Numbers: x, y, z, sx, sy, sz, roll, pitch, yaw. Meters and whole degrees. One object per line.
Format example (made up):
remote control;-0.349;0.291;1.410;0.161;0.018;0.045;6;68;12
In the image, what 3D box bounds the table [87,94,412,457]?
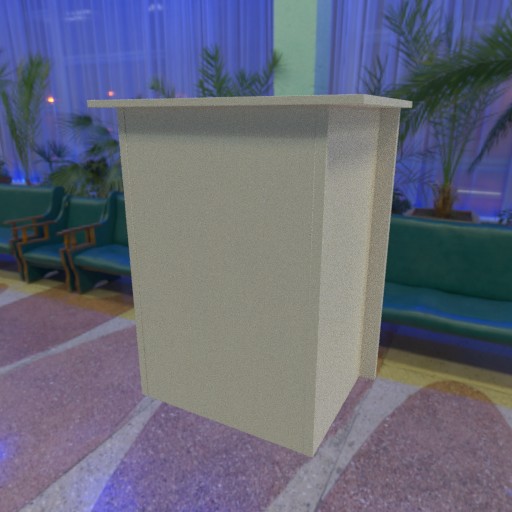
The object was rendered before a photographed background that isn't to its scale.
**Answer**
table;0.000;0.000;1.077;0.589;0.711;0.406;9;20;27
